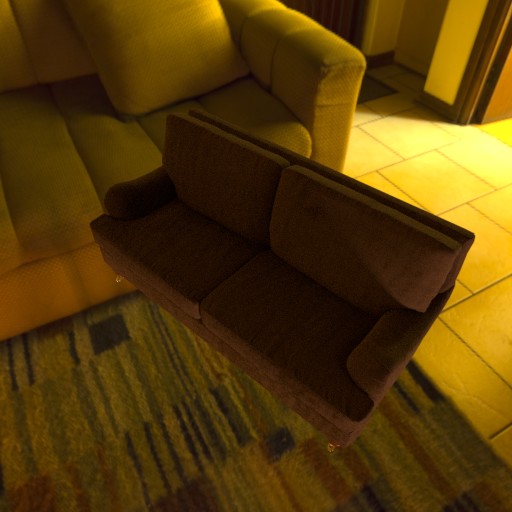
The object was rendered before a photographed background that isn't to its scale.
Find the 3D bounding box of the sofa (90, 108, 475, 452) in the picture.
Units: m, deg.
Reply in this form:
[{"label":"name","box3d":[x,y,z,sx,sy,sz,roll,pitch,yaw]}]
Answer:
[{"label":"sofa","box3d":[0.000,0.000,2.785,2.165,1.087,1.086,32,53,27]}]
